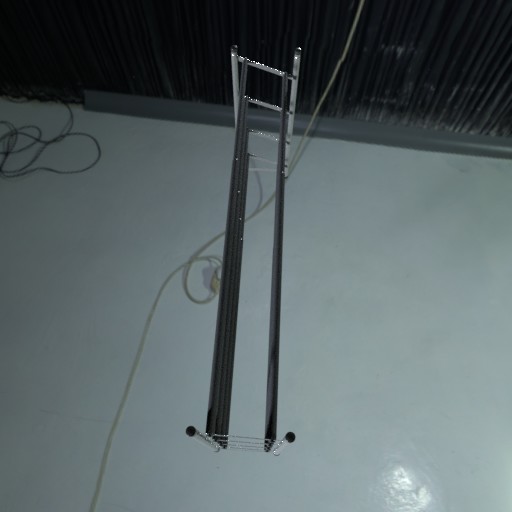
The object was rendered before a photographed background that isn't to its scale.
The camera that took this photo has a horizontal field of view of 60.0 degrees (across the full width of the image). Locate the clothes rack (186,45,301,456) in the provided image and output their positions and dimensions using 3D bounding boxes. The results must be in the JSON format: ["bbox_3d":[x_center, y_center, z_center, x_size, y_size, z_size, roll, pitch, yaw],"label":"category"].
[{"bbox_3d":[0.000,0.000,1.459,0.229,0.672,1.168,3,64,1],"label":"clothes rack"}]
